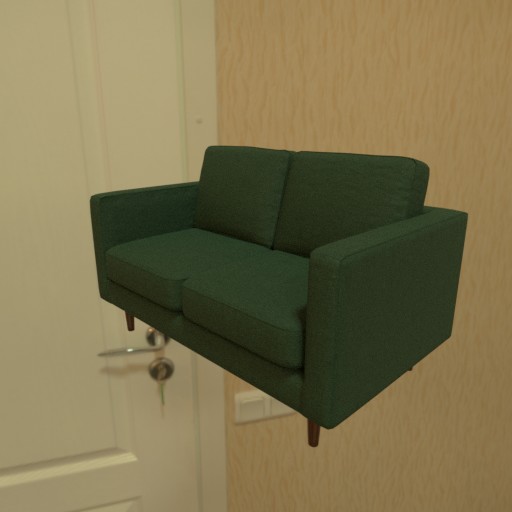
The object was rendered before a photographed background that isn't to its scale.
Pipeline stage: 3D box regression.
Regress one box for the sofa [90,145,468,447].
[{"bbox_3d":[0.000,0.000,1.949,0.879,0.899,1.430,-16,23,-42],"label":"sofa"}]
